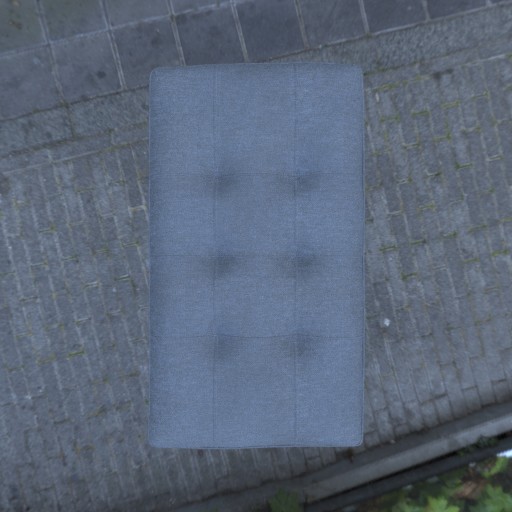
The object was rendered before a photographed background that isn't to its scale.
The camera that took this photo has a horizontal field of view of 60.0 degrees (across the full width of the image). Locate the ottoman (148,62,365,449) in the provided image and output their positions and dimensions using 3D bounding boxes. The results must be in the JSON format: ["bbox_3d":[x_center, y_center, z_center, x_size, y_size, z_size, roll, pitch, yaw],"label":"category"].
[{"bbox_3d":[0.000,0.000,1.491,0.648,0.514,1.143,0,90,0],"label":"ottoman"}]
